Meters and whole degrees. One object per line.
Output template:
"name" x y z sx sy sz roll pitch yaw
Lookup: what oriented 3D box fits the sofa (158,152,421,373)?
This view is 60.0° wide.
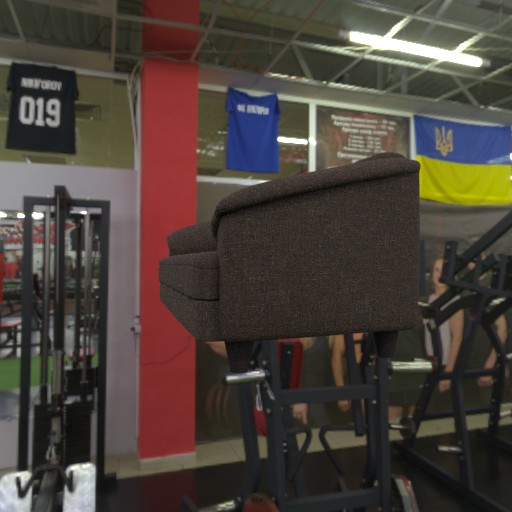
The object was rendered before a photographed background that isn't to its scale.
"sofa" 0.000 0.000 2.272 0.887 0.790 1.849 0 -1 -16
